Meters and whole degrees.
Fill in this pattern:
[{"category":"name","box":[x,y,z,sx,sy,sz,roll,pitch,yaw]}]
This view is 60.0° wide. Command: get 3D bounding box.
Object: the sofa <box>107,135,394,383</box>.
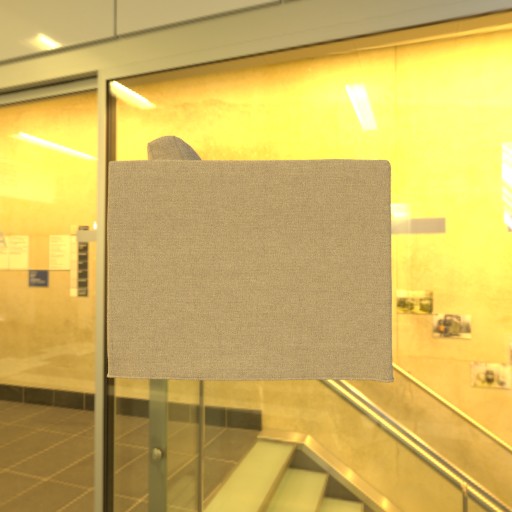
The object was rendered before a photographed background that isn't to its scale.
[{"category":"sofa","box":[0.000,0.000,2.277,0.956,0.828,1.766,0,-1,1]}]
